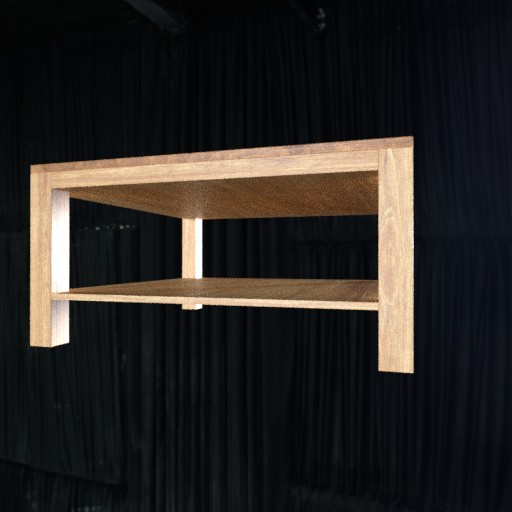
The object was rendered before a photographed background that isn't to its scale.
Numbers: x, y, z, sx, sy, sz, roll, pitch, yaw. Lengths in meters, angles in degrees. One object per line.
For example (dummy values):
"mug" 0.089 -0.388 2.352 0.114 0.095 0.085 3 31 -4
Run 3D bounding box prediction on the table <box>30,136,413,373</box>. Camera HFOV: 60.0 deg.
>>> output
"table" 0.000 0.000 1.402 0.900 0.450 0.900 0 0 17
